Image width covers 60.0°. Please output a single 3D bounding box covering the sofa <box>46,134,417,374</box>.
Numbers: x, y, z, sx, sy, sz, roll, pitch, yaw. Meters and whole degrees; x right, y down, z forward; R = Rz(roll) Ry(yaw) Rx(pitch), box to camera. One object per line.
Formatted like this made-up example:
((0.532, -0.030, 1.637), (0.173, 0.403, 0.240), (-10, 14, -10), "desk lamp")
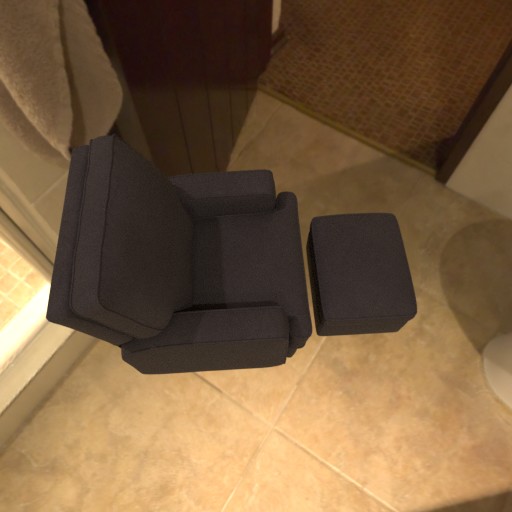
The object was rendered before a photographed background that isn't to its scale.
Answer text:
((0.000, 0.000, 1.999), (1.472, 0.959, 0.861), (-3, 64, -1), "sofa")
